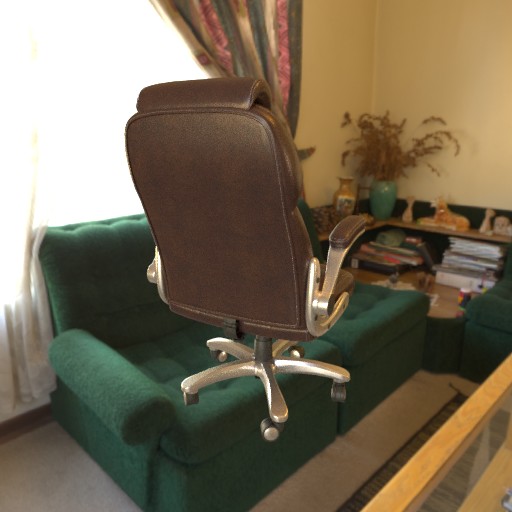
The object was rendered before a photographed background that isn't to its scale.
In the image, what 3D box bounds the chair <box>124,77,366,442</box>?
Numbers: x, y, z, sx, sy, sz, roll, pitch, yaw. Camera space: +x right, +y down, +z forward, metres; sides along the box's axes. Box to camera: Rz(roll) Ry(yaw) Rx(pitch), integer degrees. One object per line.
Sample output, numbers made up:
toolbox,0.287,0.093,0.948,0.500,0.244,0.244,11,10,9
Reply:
chair,0.000,0.000,1.638,0.733,1.160,0.774,8,17,27
